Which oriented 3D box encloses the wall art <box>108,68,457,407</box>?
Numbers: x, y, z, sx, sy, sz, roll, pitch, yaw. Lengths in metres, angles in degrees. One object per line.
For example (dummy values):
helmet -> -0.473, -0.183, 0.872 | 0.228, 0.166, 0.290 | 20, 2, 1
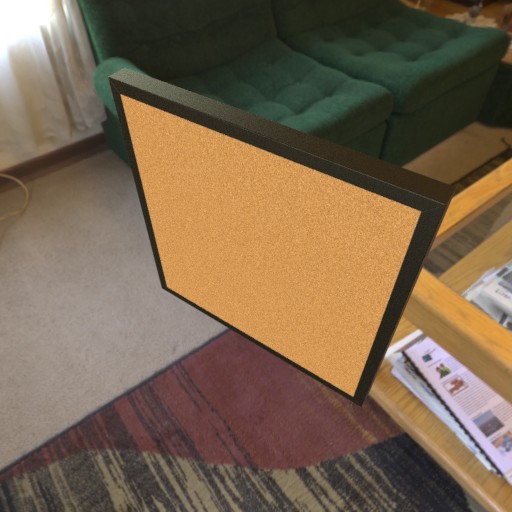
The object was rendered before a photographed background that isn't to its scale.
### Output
wall art -> 0.000, 0.000, 0.758 | 0.508, 0.508, 0.036 | 27, 53, 22
